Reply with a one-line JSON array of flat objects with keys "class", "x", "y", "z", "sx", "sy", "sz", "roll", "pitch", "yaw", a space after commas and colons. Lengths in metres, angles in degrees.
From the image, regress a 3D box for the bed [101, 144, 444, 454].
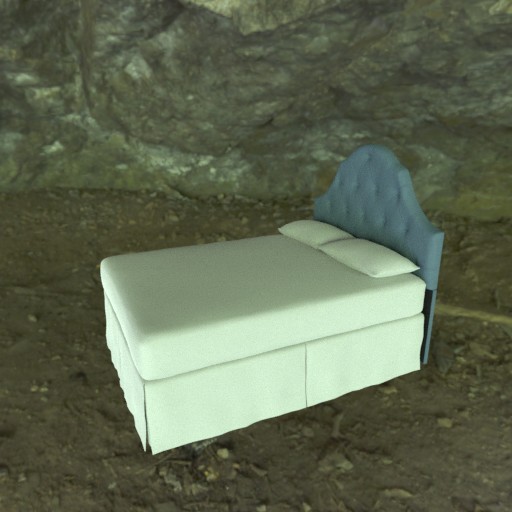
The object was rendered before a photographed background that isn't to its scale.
[{"class": "bed", "x": 0.000, "y": 0.000, "z": 3.335, "sx": 2.155, "sy": 1.575, "sz": 1.636, "roll": -8, "pitch": 20, "yaw": -24}]
